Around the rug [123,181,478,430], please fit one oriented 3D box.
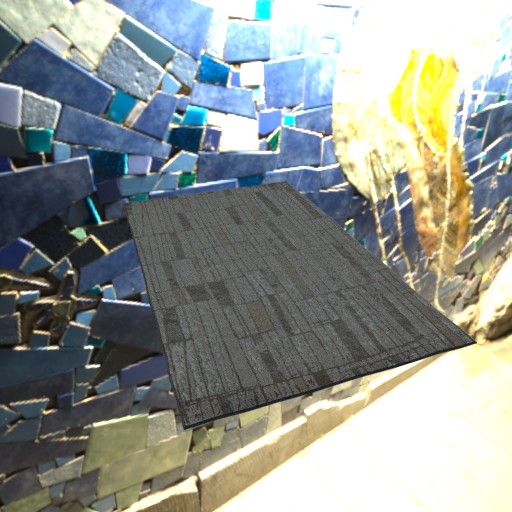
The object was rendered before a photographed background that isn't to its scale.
[{"bbox_3d":[0.000,0.000,3.027,1.531,0.023,2.444,-11,32,-17],"label":"rug"}]
